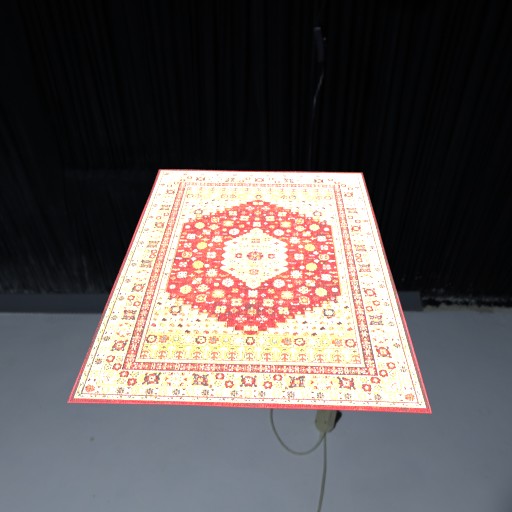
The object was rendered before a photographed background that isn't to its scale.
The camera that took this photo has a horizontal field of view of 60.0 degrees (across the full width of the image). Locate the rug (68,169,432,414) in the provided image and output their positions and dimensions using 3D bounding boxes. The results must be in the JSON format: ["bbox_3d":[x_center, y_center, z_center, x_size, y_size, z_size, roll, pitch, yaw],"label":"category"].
[{"bbox_3d":[0.000,0.000,4.050,2.387,0.013,3.053,1,41,1],"label":"rug"}]
